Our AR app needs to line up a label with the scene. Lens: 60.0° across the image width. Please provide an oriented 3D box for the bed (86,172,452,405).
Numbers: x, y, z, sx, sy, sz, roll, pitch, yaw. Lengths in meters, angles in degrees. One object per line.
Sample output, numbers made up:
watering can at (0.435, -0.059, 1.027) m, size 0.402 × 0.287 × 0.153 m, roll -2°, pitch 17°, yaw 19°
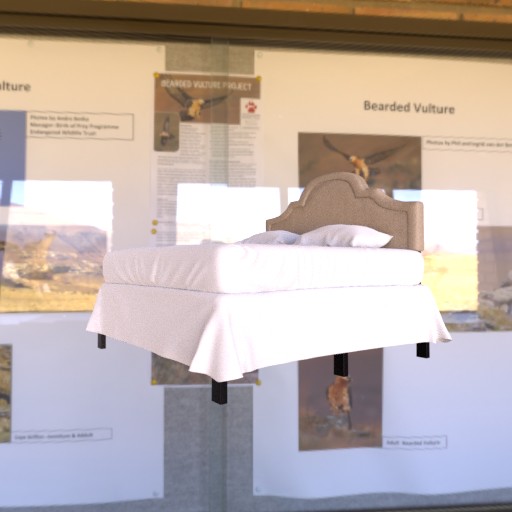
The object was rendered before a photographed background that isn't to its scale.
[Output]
bed at (0.000, 0.000, 3.756) m, size 2.222 × 1.631 × 2.303 m, roll 1°, pitch -1°, yaw -37°
